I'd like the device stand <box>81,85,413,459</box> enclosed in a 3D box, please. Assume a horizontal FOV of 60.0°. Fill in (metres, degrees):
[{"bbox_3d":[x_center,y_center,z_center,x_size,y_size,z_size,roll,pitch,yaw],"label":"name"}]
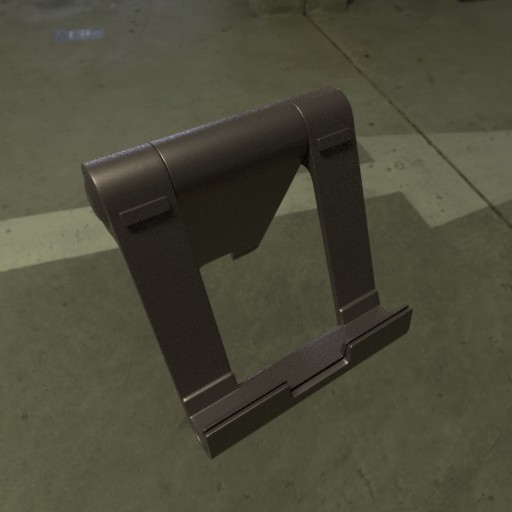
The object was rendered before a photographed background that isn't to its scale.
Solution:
[{"bbox_3d":[0.000,0.000,0.153,0.088,0.084,0.079,-25,51,-22],"label":"device stand"}]
